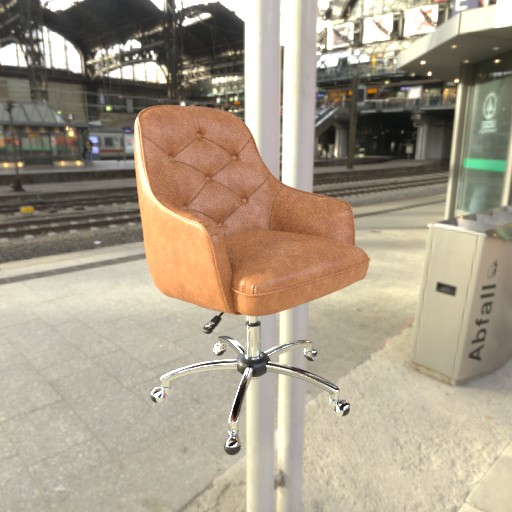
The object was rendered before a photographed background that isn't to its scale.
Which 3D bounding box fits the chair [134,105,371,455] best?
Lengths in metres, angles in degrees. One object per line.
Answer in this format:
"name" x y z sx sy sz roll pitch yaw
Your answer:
"chair" 0.000 0.000 1.361 0.615 0.909 0.628 13 19 43
